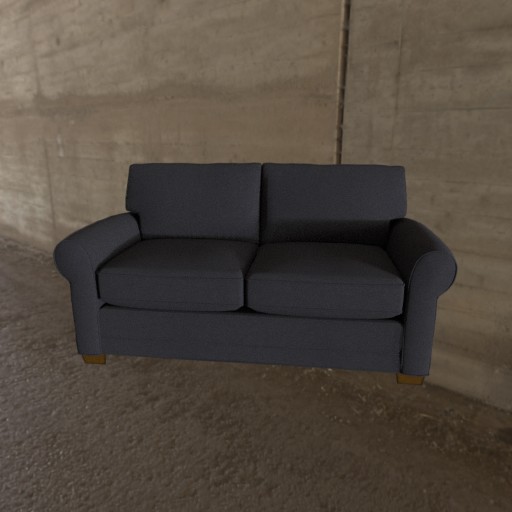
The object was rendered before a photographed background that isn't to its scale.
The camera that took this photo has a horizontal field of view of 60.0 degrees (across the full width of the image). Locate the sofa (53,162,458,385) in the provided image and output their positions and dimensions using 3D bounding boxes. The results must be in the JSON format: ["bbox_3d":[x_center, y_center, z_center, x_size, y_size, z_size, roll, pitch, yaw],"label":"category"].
[{"bbox_3d":[0.000,0.000,2.571,2.009,1.031,0.951,2,15,7],"label":"sofa"}]
